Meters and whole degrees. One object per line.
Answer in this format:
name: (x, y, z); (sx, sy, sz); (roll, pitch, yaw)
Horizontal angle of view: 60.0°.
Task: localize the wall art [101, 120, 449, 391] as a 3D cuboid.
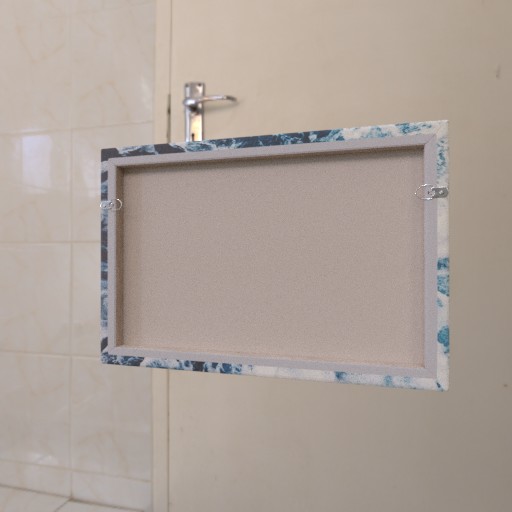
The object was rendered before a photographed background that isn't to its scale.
wall art: (0.000, 0.000, 1.141); (0.915, 0.610, 0.042); (0, 0, 17)
